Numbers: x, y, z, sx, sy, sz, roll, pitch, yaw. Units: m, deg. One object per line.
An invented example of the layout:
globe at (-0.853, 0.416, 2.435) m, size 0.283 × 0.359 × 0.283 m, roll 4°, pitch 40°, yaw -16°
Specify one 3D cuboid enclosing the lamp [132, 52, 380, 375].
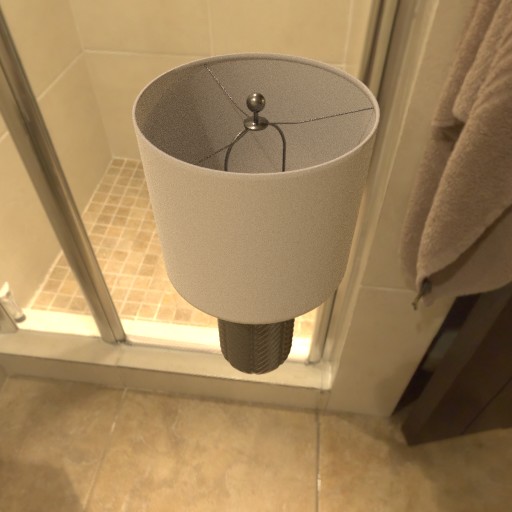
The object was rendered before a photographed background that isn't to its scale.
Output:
lamp at (0.000, 0.000, 0.506) m, size 0.203 × 0.389 × 0.203 m, roll -23°, pitch 51°, yaw -20°
